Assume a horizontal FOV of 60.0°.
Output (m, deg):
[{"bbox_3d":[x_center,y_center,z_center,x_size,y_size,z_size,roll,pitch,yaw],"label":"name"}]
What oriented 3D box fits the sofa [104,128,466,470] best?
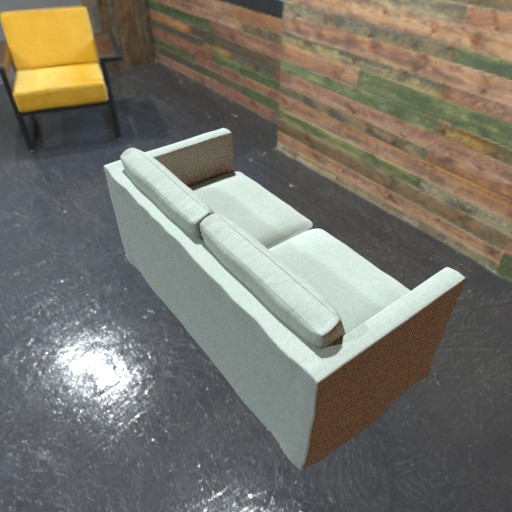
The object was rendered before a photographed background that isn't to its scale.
[{"bbox_3d":[0.000,0.000,2.560,0.940,0.870,1.987,-26,47,-27],"label":"sofa"}]
